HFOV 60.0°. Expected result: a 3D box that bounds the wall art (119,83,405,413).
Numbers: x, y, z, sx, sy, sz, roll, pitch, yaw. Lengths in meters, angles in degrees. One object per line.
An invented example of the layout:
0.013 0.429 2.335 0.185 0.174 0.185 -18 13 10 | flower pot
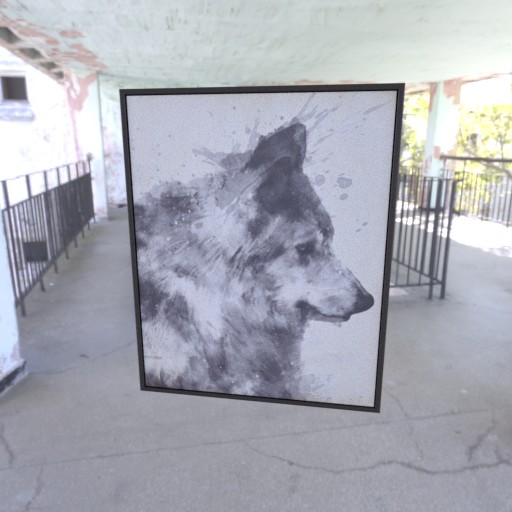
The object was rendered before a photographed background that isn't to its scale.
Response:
0.000 0.000 0.769 0.451 0.551 0.028 2 14 9 | wall art
